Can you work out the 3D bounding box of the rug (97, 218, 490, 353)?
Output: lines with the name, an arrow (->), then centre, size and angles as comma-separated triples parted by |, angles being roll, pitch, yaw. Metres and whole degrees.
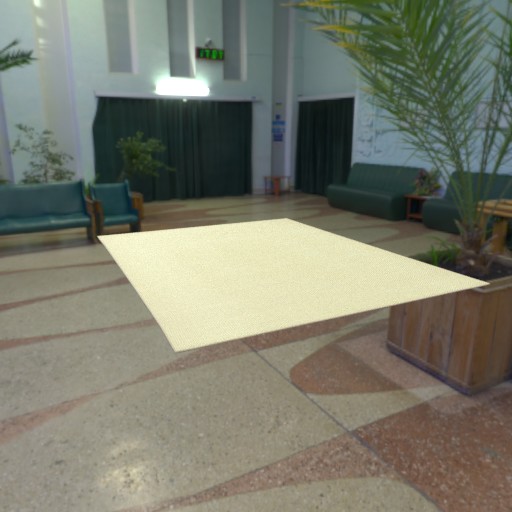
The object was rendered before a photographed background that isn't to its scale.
rug -> 0.000, 0.000, 4.146 | 2.462, 0.018, 3.039 | -8, 17, -26
